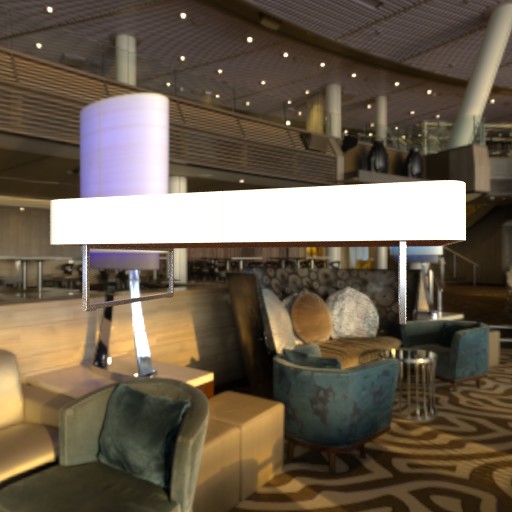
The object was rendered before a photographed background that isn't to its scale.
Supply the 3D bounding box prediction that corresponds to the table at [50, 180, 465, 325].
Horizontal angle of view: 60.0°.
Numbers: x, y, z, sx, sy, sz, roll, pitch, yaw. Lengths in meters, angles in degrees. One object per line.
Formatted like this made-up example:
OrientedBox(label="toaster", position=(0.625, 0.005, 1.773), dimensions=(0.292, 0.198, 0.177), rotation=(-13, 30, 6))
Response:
OrientedBox(label="table", position=(0.000, 0.000, 1.464), dimensions=(1.200, 0.340, 0.600), rotation=(0, 0, 18))
